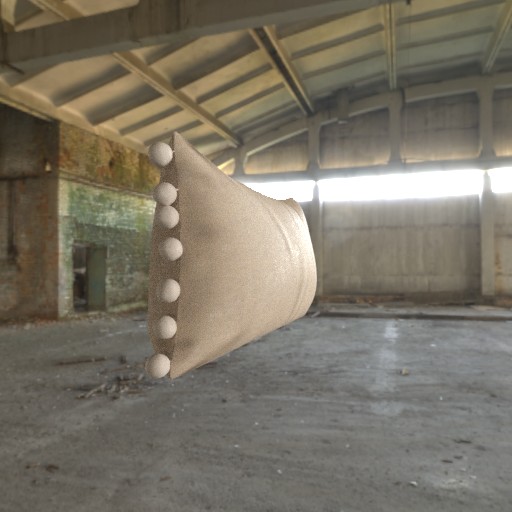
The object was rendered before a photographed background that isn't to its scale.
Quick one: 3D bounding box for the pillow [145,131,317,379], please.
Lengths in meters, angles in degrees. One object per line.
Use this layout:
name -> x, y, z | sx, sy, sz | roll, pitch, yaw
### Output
pillow -> 0.000, 0.000, 0.846 | 0.201, 0.322, 0.709 | 0, -2, 18
